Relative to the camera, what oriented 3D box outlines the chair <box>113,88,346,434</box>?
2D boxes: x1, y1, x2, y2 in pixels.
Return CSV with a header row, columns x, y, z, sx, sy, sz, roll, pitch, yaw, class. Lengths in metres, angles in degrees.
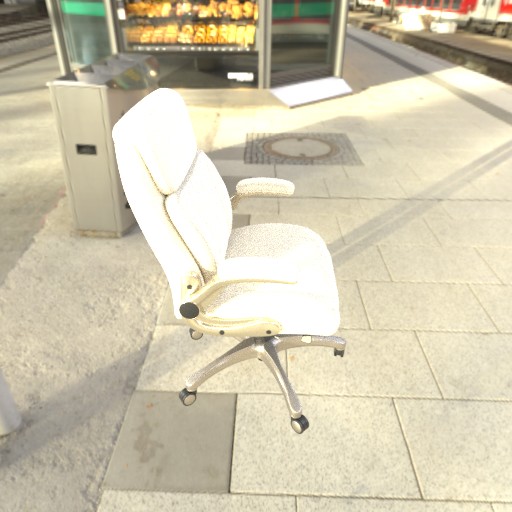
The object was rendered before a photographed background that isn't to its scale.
x,y,z,sx,sy,sz,roll,pitch,yaw,class
0.000,0.000,1.655,0.794,1.110,0.740,0,31,0,chair
